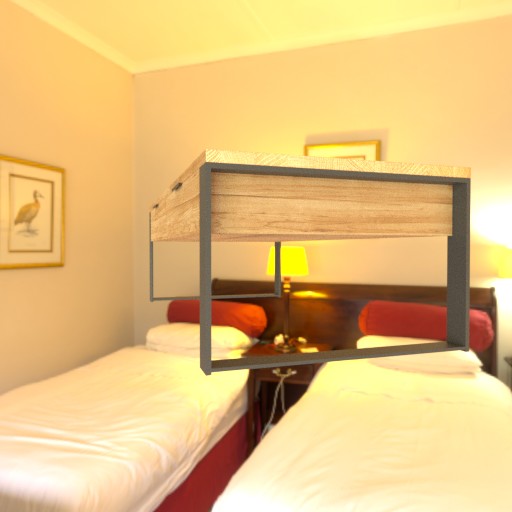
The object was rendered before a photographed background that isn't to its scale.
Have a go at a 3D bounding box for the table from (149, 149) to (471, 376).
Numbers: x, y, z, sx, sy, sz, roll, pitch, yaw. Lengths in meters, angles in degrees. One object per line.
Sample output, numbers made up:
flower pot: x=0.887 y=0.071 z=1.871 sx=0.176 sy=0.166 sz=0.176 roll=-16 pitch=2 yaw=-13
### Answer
table: x=0.000 y=0.000 z=1.429 sx=0.590 sy=0.400 sz=1.180 roll=0 pitch=1 yaw=-18
